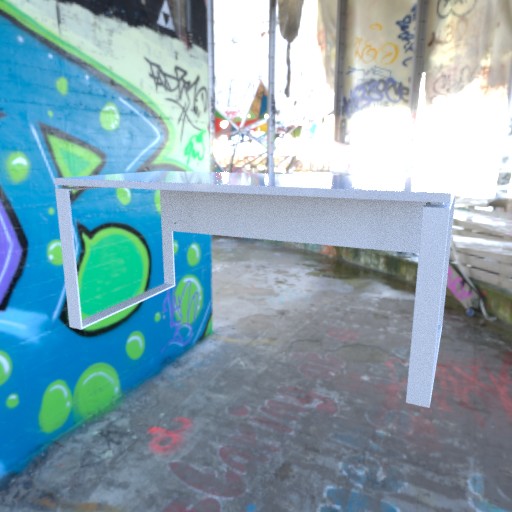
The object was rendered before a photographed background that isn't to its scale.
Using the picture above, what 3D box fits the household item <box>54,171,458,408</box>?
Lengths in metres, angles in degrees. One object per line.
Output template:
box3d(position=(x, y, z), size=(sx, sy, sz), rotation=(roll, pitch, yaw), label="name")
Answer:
box3d(position=(0.000, 0.000, 2.151), size=(1.700, 0.745, 0.800), rotation=(6, 15, 24), label="household item")
